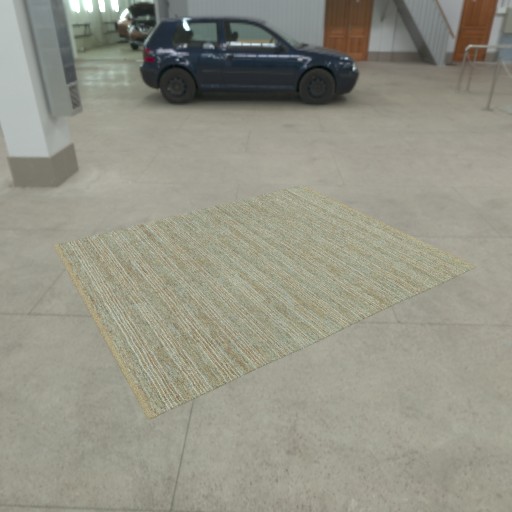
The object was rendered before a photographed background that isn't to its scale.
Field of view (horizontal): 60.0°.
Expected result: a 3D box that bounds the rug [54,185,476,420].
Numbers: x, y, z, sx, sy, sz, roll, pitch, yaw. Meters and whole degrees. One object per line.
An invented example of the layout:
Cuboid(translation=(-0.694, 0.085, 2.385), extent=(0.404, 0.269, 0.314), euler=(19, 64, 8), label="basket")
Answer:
Cuboid(translation=(0.000, 0.000, 4.076), extent=(3.034, 0.012, 2.471), euler=(-18, 34, -29), label="rug")
